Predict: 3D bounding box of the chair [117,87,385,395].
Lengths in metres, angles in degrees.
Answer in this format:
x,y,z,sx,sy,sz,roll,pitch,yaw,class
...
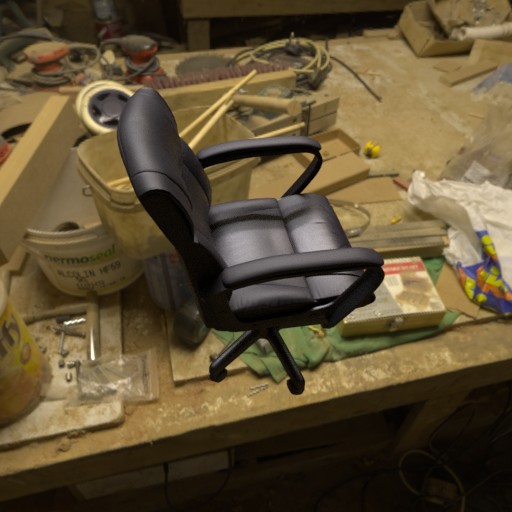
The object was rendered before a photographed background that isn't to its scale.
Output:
x,y,z,sx,sy,sz,roll,pitch,yaw,class
0.000,0.000,1.393,0.641,0.998,0.576,-9,48,-8,chair
